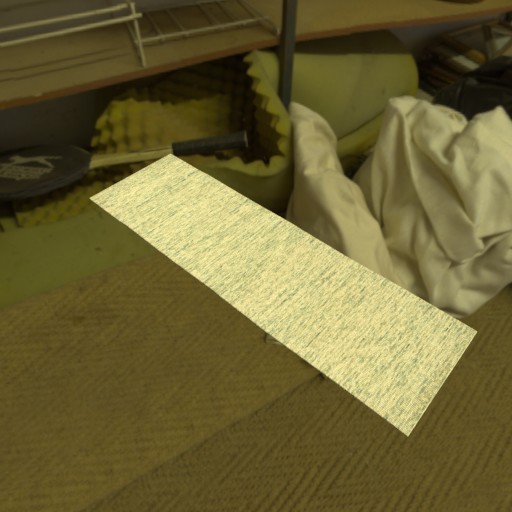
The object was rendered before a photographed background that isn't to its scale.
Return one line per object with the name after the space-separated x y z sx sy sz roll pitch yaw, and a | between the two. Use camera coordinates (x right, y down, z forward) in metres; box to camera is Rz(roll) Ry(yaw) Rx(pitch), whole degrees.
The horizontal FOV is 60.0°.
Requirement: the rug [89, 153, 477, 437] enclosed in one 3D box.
0.000 0.000 2.518 2.290 0.014 0.700 33 55 27 | rug
